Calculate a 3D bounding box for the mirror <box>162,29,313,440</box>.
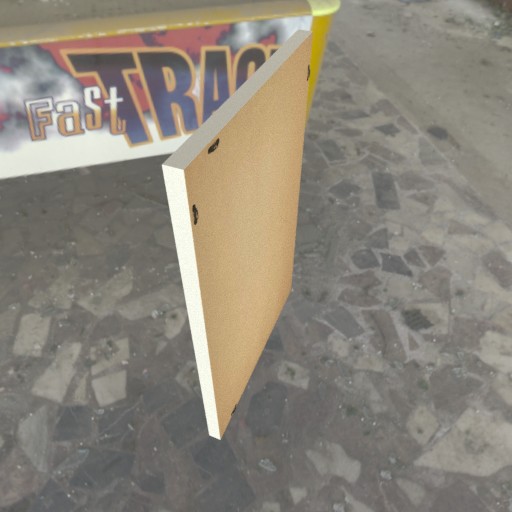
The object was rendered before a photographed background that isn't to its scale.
[{"bbox_3d":[0.000,0.000,1.150,0.041,0.914,0.609,16,47,16],"label":"mirror"}]
